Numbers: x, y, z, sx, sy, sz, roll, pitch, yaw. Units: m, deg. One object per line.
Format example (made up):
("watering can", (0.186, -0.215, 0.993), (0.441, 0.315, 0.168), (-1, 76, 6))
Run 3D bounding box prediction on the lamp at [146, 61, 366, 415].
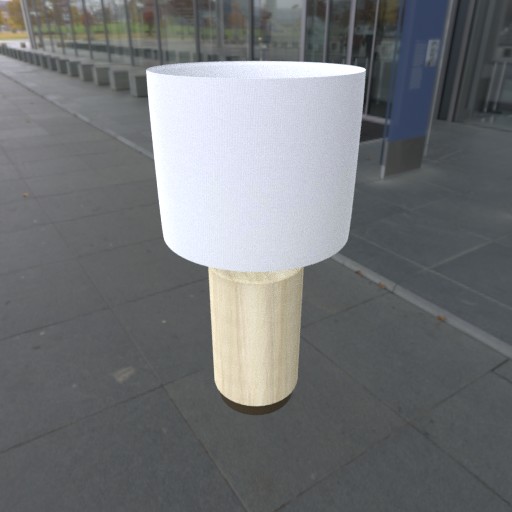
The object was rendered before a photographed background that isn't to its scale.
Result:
("lamp", (0.000, 0.000, 0.567), (0.228, 0.444, 0.228), (-9, 28, -17))
